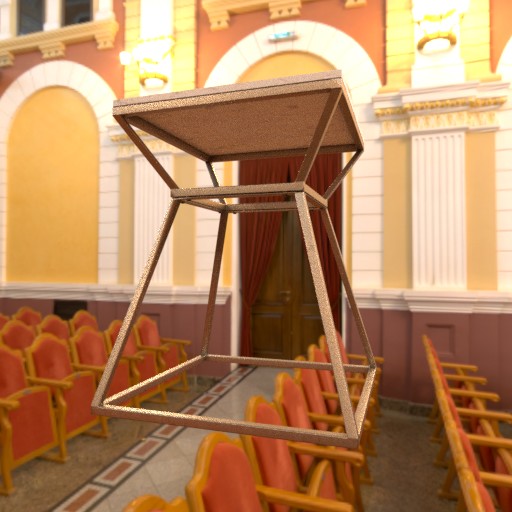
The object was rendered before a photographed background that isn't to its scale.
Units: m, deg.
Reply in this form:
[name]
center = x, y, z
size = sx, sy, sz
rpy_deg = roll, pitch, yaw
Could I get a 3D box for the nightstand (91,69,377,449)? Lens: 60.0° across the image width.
[nightstand]
center = 0.000, 0.000, 0.916
size = 0.455, 0.554, 0.455
rpy_deg = 0, -1, 18
